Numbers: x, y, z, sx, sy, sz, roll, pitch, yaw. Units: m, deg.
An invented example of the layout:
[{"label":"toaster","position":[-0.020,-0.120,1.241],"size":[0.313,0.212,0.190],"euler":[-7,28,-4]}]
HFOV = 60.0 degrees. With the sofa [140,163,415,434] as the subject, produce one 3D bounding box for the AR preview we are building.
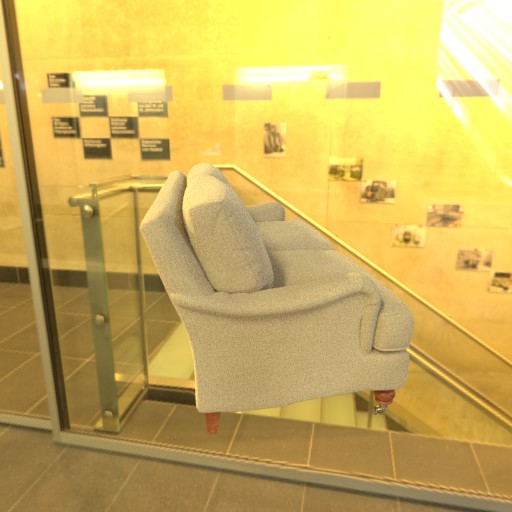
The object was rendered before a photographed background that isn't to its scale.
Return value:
[{"label":"sofa","position":[0.000,0.000,2.673],"size":[1.091,0.997,2.070],"euler":[-2,16,-7]}]
